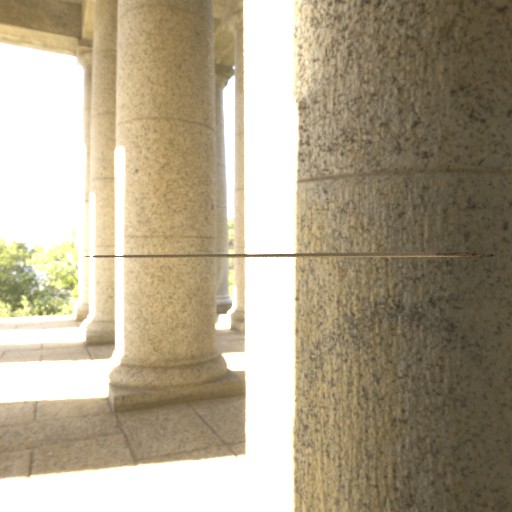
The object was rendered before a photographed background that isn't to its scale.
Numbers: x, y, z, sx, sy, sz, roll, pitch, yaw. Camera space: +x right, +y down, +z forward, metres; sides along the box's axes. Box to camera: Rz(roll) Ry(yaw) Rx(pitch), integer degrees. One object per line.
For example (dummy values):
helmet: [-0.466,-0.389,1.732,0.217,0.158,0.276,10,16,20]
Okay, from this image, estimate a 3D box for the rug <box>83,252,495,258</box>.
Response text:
rug: [0.000,0.000,2.622,2.438,0.021,0.729,0,-1,36]
